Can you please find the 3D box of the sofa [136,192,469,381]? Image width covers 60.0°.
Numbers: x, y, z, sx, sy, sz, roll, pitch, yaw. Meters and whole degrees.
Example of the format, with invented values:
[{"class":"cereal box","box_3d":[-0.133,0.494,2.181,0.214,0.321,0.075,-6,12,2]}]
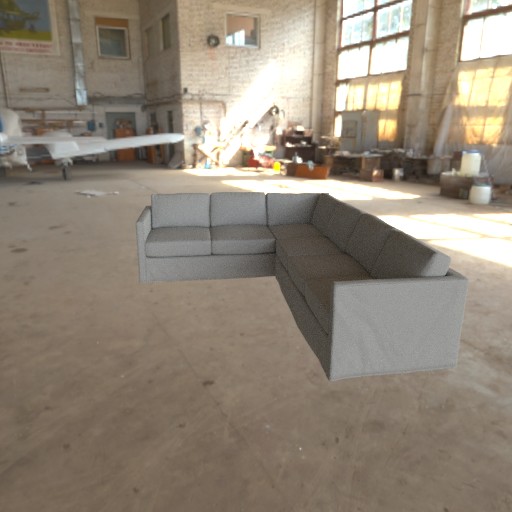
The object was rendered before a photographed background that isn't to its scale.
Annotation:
[{"class":"sofa","box_3d":[0.000,0.000,4.334,2.432,0.871,3.182,-2,16,-7]}]
